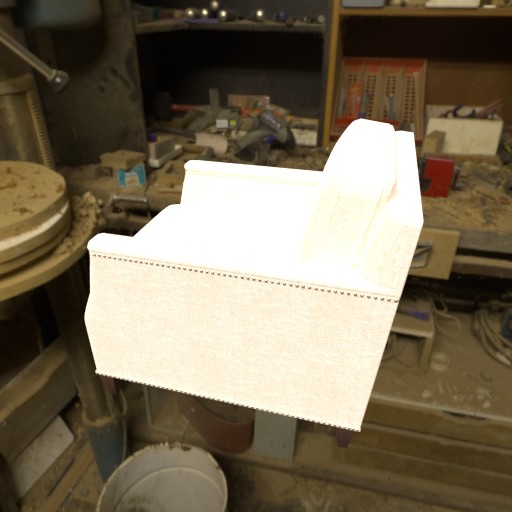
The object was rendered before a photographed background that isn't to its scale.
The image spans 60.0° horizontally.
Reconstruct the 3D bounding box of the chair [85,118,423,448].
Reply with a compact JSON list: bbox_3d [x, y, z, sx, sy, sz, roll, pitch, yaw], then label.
[{"bbox_3d":[0.000,0.000,1.703,1.041,0.940,0.838,8,32,13],"label":"chair"}]
